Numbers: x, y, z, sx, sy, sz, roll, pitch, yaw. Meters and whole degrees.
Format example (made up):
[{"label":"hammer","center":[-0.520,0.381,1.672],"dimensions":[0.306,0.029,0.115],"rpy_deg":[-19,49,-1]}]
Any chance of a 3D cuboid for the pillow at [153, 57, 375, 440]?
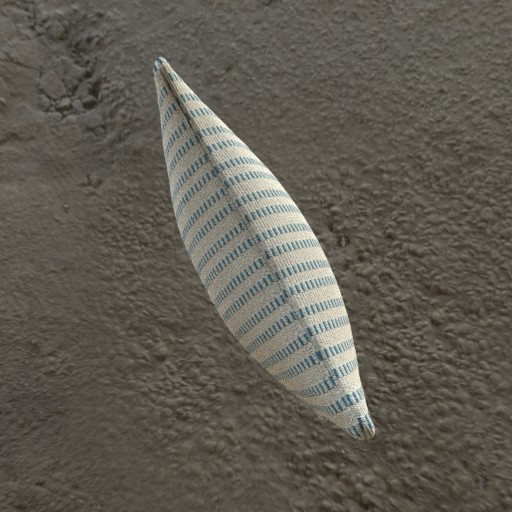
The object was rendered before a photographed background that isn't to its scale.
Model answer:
[{"label":"pillow","center":[0.000,0.000,0.786],"dimensions":[0.210,0.353,0.640],"rpy_deg":[-27,76,-7]}]
